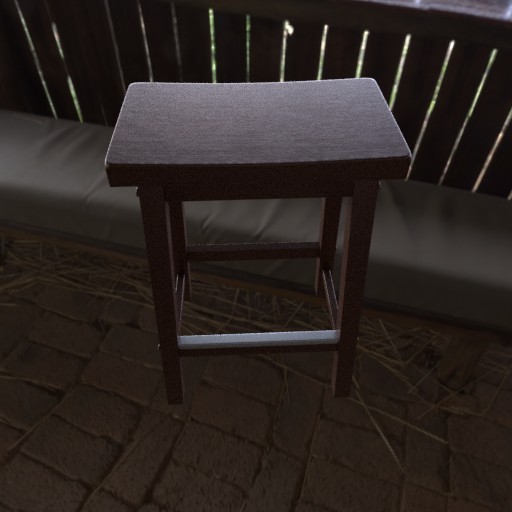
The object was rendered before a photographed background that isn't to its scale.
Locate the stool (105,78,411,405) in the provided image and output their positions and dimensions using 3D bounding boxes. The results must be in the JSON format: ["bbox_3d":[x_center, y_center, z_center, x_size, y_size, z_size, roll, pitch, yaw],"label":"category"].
[{"bbox_3d":[0.000,0.000,0.878,0.406,0.610,0.322,-2,47,-2],"label":"stool"}]
